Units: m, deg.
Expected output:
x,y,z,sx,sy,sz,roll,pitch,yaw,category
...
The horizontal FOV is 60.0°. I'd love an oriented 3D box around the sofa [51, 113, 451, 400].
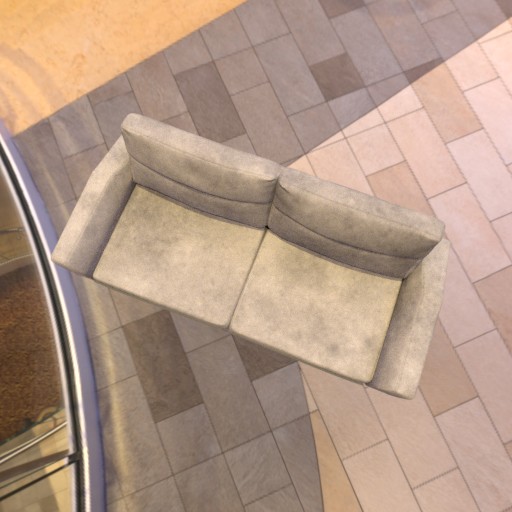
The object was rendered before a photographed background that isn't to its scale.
x,y,z,sx,sy,sz,roll,pitch,yaw,category
0.000,0.000,2.309,1.837,0.859,0.849,20,77,5,sofa
